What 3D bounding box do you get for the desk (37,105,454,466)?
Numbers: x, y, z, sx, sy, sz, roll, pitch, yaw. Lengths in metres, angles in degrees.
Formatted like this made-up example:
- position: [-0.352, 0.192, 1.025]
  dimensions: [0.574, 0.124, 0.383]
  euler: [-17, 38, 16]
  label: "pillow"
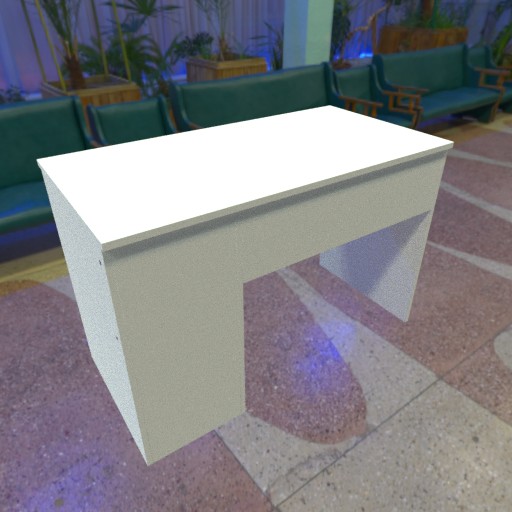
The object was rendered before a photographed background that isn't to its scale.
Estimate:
- position: [0.000, 0.000, 1.491]
  dimensions: [1.096, 0.730, 0.560]
  euler: [-20, 37, -29]
  label: "desk"
